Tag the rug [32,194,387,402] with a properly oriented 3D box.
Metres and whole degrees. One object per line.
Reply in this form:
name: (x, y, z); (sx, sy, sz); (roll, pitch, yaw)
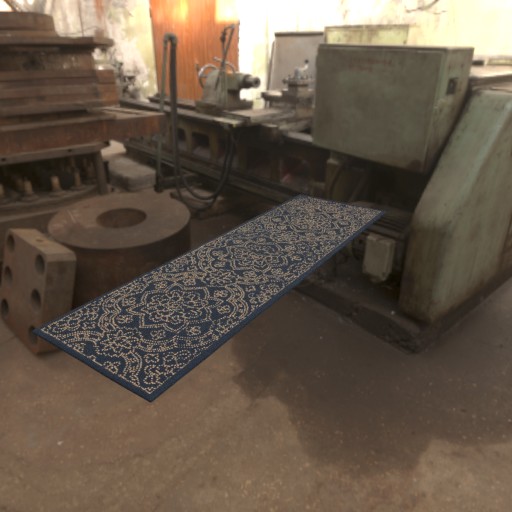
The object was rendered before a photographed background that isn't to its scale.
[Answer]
rug: (0.000, 0.000, 2.702); (0.769, 0.012, 2.448); (17, 30, 31)
